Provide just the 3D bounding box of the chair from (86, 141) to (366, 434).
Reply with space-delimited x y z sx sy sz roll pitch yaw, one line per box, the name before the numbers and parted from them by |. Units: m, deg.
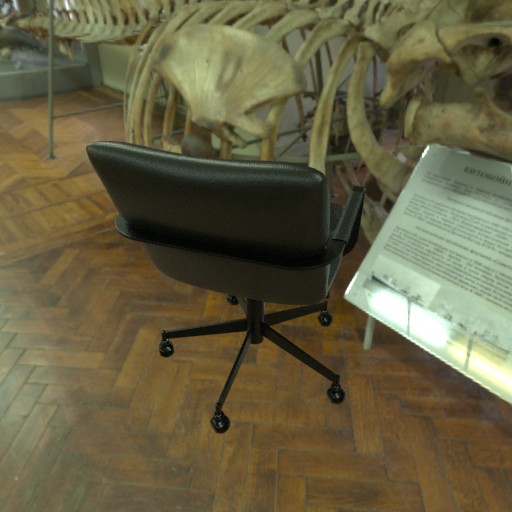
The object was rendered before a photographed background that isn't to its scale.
chair | 0.000 0.000 1.463 0.719 0.922 0.748 11 34 17
